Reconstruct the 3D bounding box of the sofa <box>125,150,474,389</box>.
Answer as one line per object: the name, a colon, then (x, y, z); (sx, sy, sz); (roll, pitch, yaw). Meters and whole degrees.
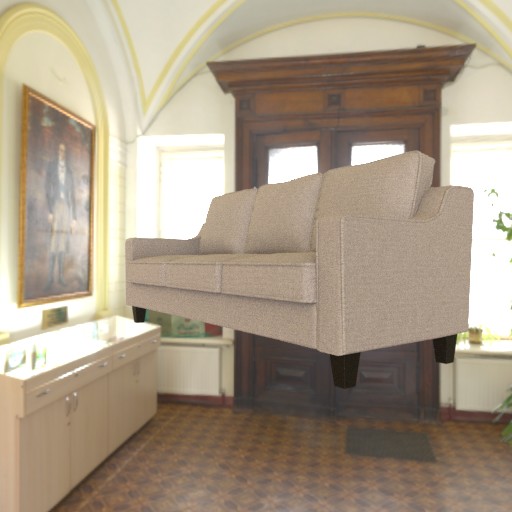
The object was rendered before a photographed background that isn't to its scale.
sofa: (0.000, 0.000, 2.590); (0.899, 0.950, 2.129); (0, -1, -36)
